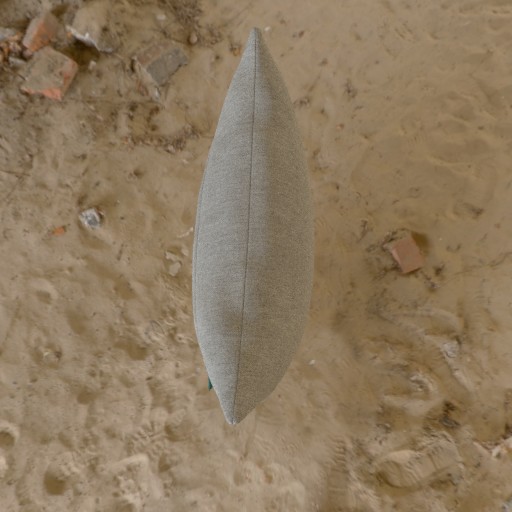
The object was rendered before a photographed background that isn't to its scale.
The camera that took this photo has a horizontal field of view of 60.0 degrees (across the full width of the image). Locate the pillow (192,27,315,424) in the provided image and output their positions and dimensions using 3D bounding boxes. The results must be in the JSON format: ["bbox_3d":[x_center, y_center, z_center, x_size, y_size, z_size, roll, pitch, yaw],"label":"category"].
[{"bbox_3d":[0.000,0.000,0.665,0.173,0.436,0.433,3,75,1],"label":"pillow"}]
